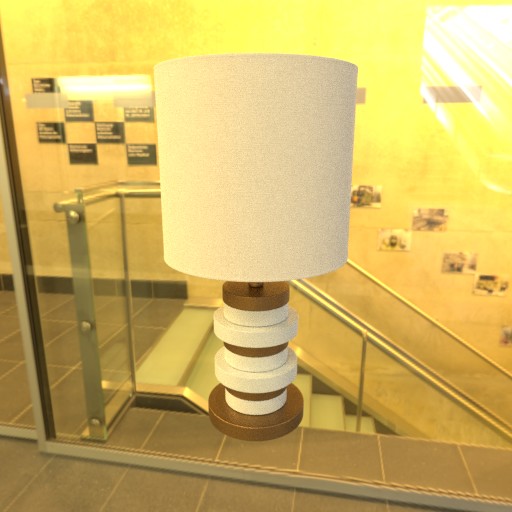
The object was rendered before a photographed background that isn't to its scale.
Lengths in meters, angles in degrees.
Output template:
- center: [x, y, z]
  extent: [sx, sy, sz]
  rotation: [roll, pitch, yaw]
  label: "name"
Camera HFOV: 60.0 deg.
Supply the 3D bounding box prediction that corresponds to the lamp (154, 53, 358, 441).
- center: [0.000, 0.000, 0.516]
  extent: [0.210, 0.410, 0.210]
  rotation: [-2, 15, -9]
  label: "lamp"
